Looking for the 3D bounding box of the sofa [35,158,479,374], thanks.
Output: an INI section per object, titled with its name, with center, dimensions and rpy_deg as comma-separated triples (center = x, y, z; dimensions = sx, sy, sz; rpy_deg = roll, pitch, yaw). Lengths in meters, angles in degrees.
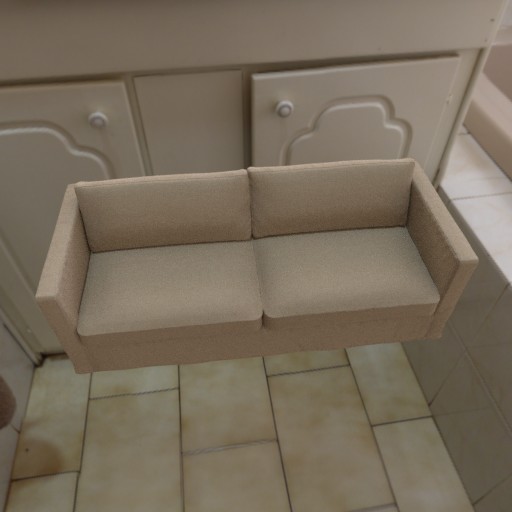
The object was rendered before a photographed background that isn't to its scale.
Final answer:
[sofa]
center = 0.000, 0.000, 2.755
dimensions = 2.312, 0.853, 0.962
rpy_deg = -5, 47, -4
